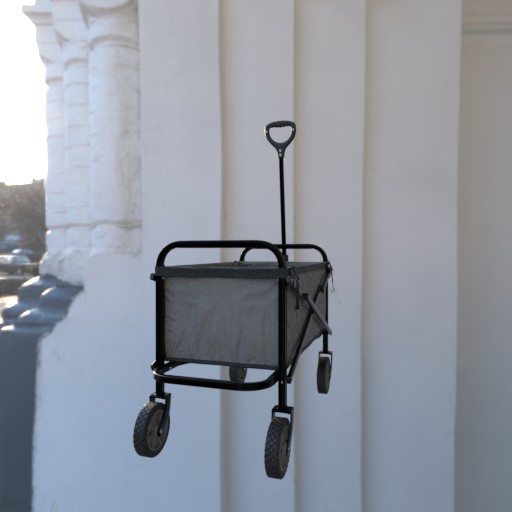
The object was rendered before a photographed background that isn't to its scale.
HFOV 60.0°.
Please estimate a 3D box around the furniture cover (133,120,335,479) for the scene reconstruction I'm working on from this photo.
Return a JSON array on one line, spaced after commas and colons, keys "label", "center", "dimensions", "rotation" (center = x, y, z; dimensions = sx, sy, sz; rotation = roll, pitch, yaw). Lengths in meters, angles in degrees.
[{"label": "furniture cover", "center": [0.000, 0.000, 1.792], "dimensions": [0.532, 1.295, 1.038], "rotation": [0, 1, 18]}]
